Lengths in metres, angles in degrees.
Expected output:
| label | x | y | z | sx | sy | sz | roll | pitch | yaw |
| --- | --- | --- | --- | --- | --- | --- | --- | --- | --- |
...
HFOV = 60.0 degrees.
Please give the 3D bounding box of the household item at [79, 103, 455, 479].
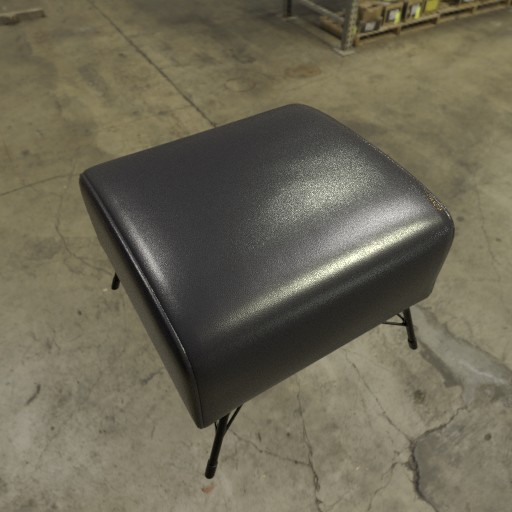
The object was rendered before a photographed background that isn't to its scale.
| label | x | y | z | sx | sy | sz | roll | pitch | yaw |
| --- | --- | --- | --- | --- | --- | --- | --- | --- | --- |
| household item | 0.000 | 0.000 | 0.898 | 0.530 | 0.410 | 0.530 | -24 | 52 | -21 |
